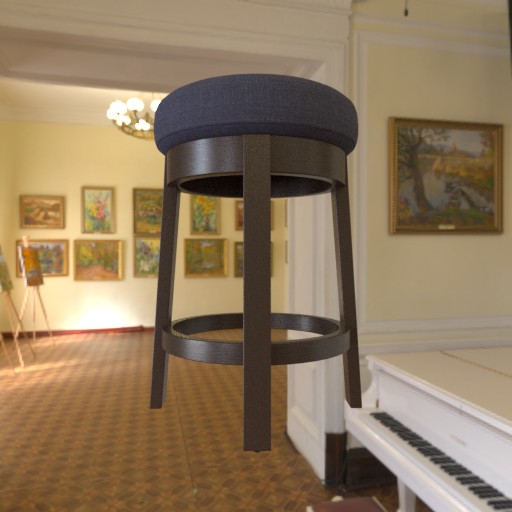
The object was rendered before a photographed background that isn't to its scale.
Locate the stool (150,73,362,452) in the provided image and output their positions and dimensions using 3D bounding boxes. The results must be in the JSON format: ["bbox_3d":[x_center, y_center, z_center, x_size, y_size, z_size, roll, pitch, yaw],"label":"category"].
[{"bbox_3d":[0.000,0.000,0.956,0.449,0.655,0.449,0,0,0],"label":"stool"}]
